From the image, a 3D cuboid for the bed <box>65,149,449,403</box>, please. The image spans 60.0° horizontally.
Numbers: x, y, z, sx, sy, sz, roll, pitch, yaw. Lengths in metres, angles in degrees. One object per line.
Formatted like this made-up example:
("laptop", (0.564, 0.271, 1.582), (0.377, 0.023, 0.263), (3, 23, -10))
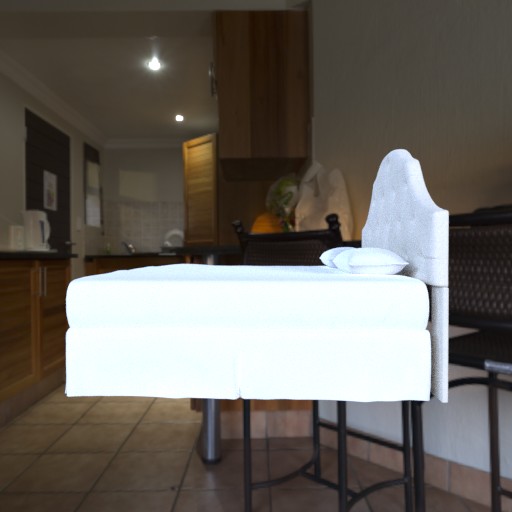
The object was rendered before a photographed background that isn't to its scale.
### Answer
("bed", (0.000, 0.000, 3.472), (2.214, 1.615, 2.008), (0, 1, 2))
